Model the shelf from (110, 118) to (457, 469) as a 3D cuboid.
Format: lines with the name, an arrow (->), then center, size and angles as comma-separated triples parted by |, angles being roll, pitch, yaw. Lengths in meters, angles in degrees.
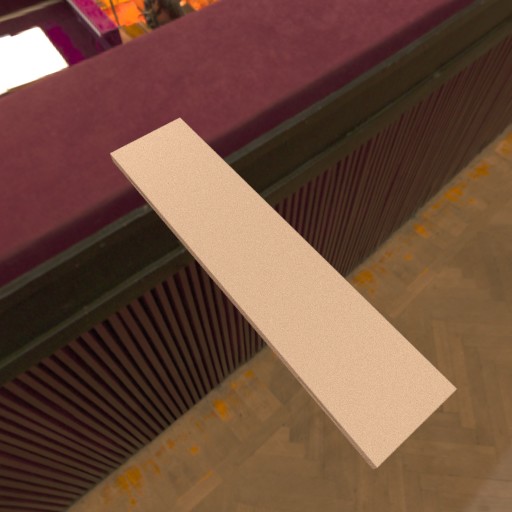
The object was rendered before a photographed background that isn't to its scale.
shelf -> 0.000, 0.000, 0.648 | 0.140, 0.020, 0.610 | -34, 64, -19
